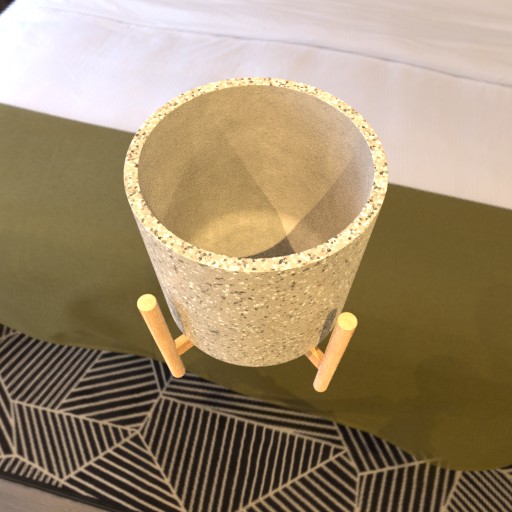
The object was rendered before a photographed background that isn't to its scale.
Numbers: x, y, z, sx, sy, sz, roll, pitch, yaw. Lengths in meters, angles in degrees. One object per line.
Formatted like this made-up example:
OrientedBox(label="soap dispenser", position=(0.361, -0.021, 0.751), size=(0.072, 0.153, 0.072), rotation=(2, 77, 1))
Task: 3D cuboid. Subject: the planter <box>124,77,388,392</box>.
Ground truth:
OrientedBox(label="planter", position=(0.000, 0.000, 0.690), size=(0.360, 0.419, 0.360), rotation=(-14, 59, -9))
